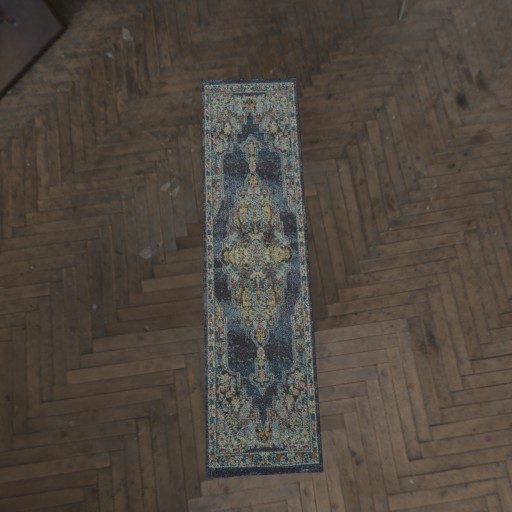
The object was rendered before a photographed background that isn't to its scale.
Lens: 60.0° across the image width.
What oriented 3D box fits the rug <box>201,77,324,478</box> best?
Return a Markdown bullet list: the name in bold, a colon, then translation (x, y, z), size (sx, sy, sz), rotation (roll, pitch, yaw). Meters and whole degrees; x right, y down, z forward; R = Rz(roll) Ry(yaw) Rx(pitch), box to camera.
- **rug**: translation (0.000, 0.000, 2.500), size (0.602, 0.016, 2.283), rotation (-2, 76, -1)
